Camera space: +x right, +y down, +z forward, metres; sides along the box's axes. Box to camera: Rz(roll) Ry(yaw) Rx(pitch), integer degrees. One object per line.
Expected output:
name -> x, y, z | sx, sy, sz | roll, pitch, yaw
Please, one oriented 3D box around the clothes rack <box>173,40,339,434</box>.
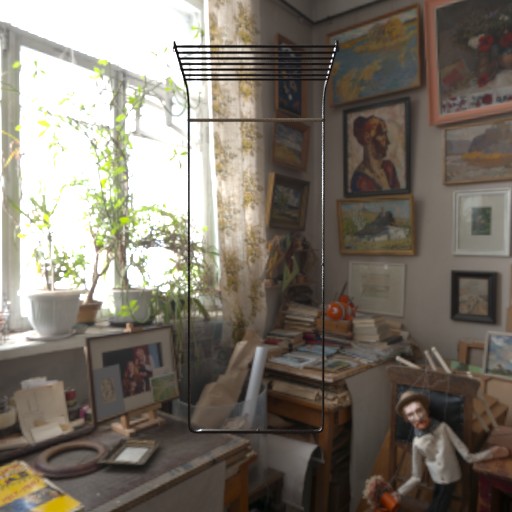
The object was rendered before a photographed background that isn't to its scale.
clothes rack -> 0.000, 0.000, 1.798 | 0.609, 1.574, 0.349 | 0, 1, 0
